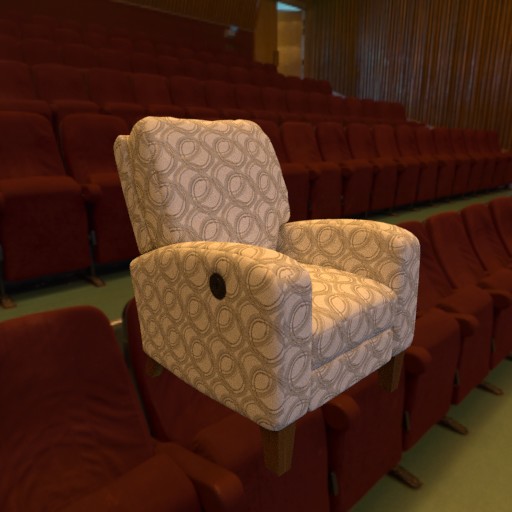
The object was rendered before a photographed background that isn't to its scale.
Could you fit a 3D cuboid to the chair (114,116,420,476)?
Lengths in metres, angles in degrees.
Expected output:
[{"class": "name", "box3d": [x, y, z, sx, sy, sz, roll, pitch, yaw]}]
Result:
[{"class": "chair", "box3d": [0.000, 0.000, 1.745, 0.796, 1.065, 0.995, -14, 20, -43]}]
